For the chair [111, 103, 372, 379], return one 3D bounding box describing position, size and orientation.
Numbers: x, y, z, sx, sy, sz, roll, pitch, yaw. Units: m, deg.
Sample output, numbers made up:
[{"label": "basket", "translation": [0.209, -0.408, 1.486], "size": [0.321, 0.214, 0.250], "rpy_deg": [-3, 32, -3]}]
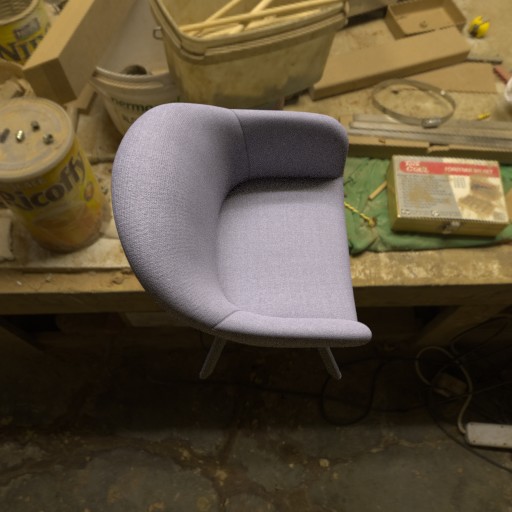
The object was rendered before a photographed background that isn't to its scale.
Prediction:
[{"label": "chair", "translation": [0.000, 0.000, 1.182], "size": [0.550, 0.795, 0.590], "rpy_deg": [0, 64, 0]}]
